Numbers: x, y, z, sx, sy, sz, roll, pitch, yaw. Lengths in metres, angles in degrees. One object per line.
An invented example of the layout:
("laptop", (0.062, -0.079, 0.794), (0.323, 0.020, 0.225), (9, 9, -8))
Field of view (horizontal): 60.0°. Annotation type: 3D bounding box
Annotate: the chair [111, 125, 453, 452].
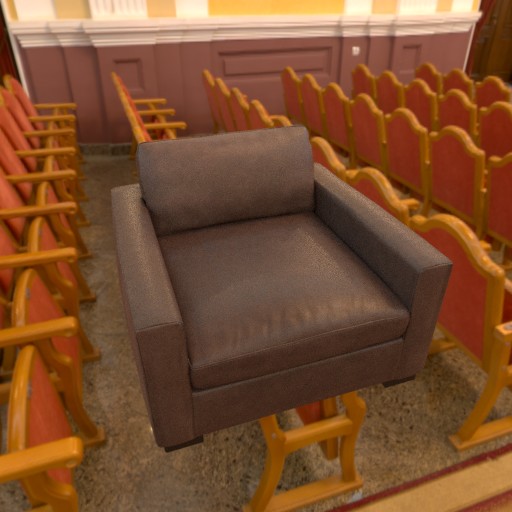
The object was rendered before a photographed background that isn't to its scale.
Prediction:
("chair", (0.000, 0.000, 1.829), (1.100, 0.812, 1.069), (-10, 33, -16))
